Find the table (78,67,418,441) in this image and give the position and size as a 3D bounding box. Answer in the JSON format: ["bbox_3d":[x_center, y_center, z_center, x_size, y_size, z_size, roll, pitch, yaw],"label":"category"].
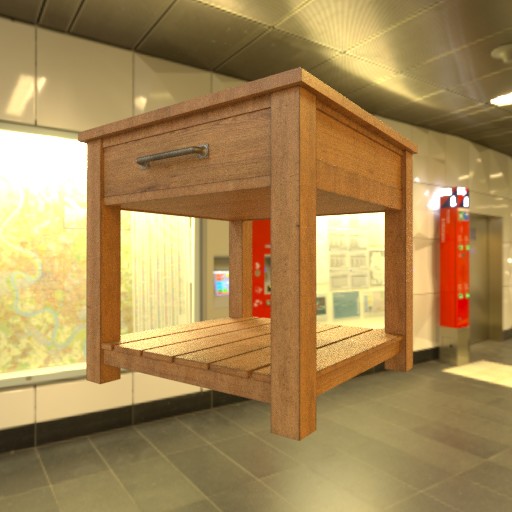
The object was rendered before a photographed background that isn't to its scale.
[{"bbox_3d":[0.000,0.000,1.112,0.616,0.593,0.612,0,0,36],"label":"table"}]
